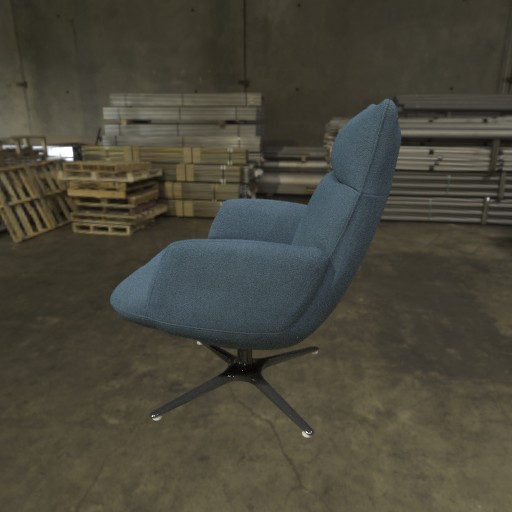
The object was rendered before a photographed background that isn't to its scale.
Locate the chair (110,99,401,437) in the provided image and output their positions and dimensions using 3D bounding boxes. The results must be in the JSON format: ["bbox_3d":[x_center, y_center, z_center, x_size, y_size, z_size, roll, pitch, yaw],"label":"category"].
[{"bbox_3d":[0.000,0.000,1.551,0.889,1.016,0.711,3,18,9],"label":"chair"}]
